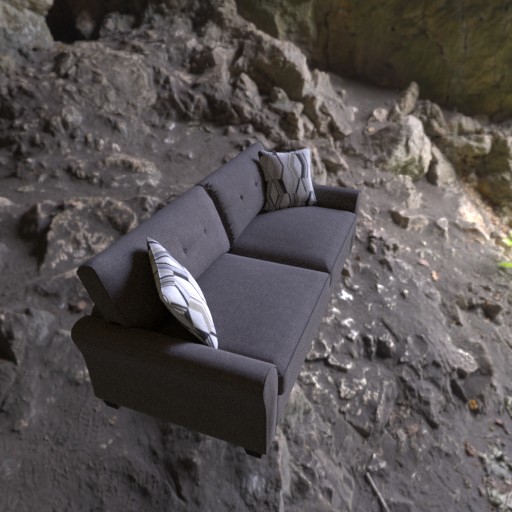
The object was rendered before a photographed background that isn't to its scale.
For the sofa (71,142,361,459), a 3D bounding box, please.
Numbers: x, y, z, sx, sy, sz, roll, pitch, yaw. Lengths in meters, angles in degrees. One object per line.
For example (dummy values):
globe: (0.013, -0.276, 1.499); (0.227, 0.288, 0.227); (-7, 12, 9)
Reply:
sofa: (0.000, 0.000, 2.569); (0.889, 0.813, 2.032); (11, 32, 18)
